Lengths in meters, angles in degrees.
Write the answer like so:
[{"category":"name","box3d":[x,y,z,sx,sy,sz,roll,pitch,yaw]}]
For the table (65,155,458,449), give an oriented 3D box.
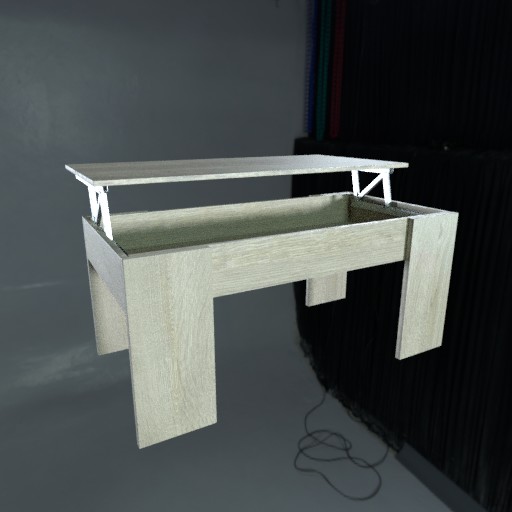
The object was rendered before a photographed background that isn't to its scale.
[{"category":"table","box3d":[0.000,0.000,1.433,1.000,0.570,0.711,-9,19,-28]}]
